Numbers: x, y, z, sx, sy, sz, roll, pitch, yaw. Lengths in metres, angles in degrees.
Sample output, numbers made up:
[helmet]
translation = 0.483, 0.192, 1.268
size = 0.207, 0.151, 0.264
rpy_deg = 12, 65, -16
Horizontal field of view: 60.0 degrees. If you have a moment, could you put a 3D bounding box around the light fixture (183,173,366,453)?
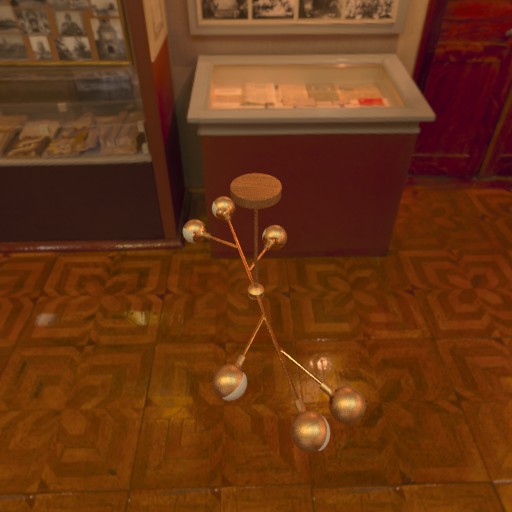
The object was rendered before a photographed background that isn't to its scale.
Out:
[light fixture]
translation = 0.000, 0.000, 0.992
size = 0.434, 0.362, 0.778
rpy_deg = 0, 40, 0
